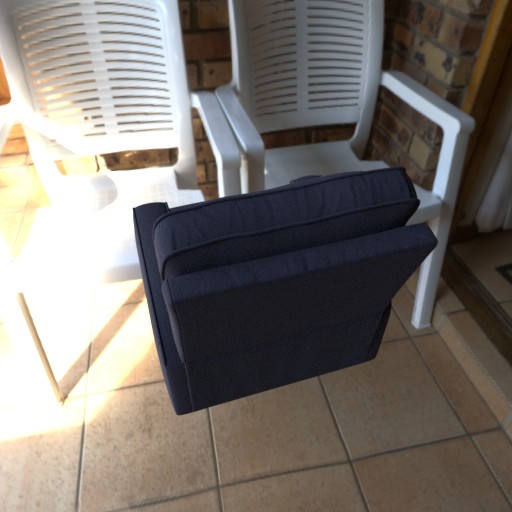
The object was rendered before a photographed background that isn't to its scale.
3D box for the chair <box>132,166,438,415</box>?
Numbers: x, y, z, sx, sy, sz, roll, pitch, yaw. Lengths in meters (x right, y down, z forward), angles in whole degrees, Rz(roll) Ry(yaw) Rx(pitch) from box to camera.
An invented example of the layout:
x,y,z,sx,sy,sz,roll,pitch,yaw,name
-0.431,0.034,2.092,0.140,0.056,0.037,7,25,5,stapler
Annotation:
x,y,z,sx,sy,sz,roll,pitch,yaw,name
0.000,0.000,1.691,0.861,0.962,0.964,-12,43,-13,chair
